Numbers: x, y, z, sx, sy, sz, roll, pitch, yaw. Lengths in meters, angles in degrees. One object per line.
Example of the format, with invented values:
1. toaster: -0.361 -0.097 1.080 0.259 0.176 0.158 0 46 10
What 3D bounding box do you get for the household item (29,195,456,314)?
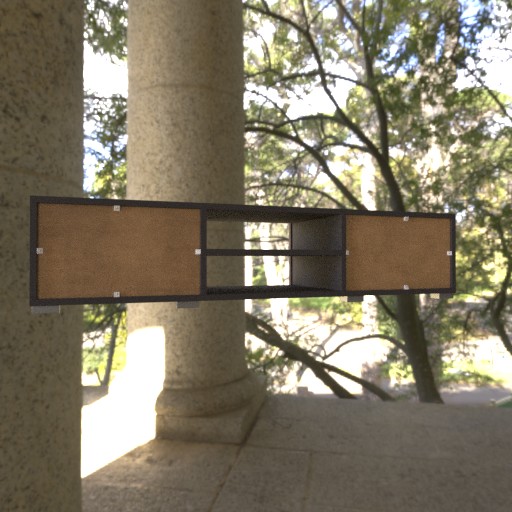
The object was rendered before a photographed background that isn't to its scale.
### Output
1. household item: 0.000 0.000 1.586 1.400 0.310 0.420 0 0 -19
